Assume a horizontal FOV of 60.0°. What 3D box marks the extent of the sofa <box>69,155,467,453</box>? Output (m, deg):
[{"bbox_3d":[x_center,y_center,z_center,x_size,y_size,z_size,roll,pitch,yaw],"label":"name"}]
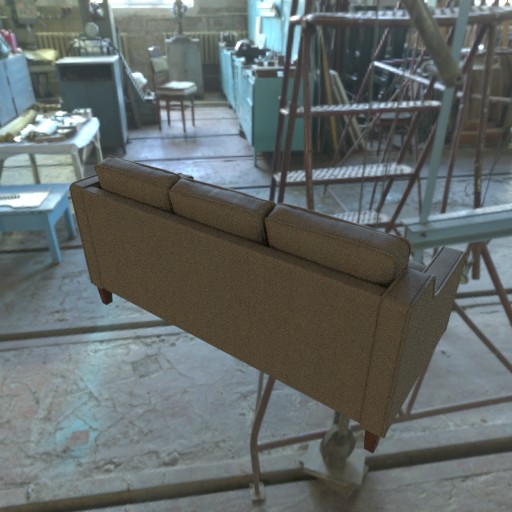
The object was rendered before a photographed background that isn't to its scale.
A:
[{"bbox_3d":[0.000,0.000,2.493,1.986,0.974,0.911,20,35,31],"label":"sofa"}]
